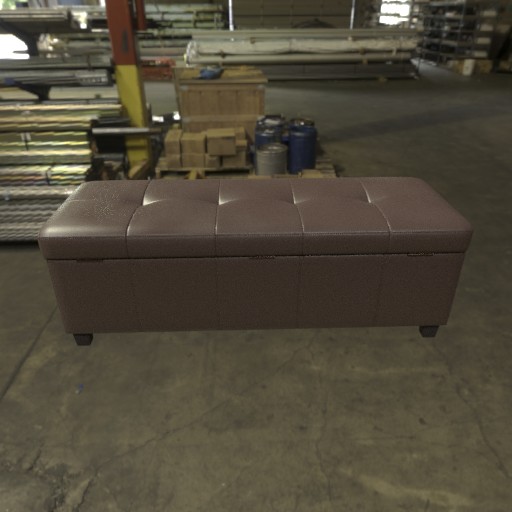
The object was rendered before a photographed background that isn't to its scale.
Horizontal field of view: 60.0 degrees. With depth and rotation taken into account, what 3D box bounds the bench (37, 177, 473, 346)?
[{"bbox_3d":[0.000,0.000,1.486,1.219,0.417,0.450,-1,29,-2],"label":"bench"}]
